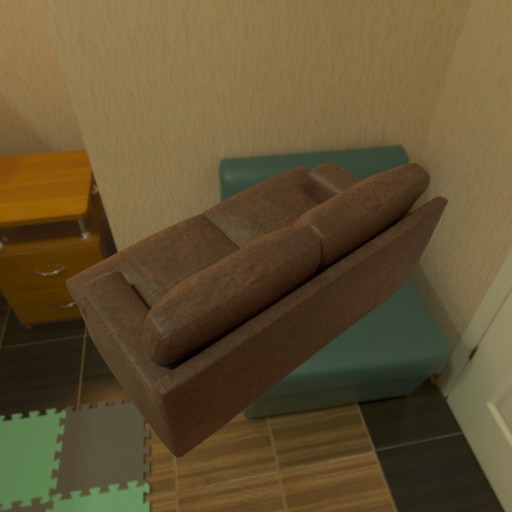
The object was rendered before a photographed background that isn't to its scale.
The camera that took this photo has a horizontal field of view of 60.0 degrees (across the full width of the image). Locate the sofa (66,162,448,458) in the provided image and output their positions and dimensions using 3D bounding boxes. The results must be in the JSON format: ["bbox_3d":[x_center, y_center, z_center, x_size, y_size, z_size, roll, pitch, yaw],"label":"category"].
[{"bbox_3d":[0.000,0.000,2.501,1.880,0.939,1.143,-30,52,-27],"label":"sofa"}]
